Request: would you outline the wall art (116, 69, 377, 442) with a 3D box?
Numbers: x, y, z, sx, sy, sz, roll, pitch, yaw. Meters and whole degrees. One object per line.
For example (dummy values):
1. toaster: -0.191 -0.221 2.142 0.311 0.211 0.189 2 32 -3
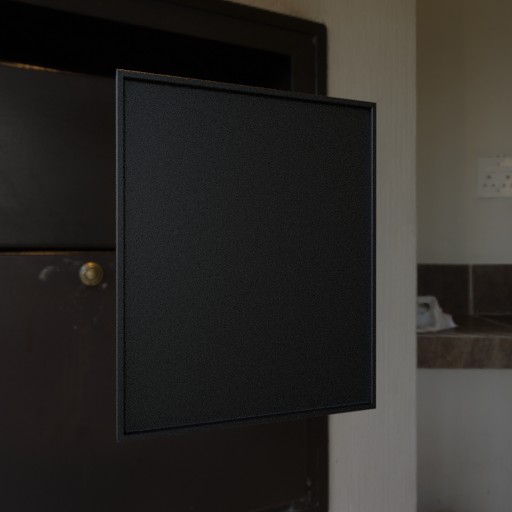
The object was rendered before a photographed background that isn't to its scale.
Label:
1. wall art: 0.000 0.000 0.748 0.449 0.555 0.039 0 0 -19
